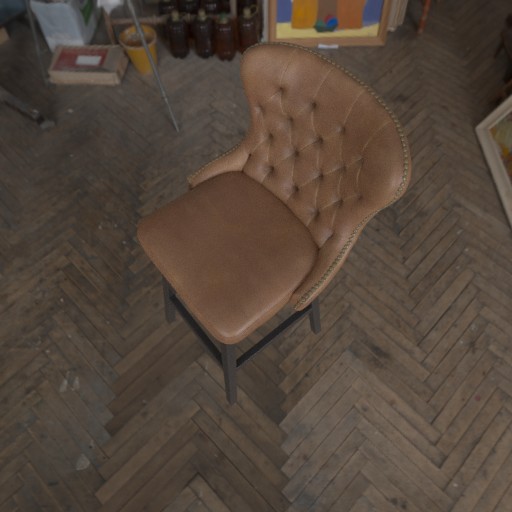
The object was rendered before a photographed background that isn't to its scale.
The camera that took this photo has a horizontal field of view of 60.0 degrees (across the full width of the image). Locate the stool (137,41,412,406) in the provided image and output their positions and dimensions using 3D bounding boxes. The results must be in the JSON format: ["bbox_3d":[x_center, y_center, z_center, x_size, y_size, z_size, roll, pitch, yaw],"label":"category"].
[{"bbox_3d":[0.000,0.000,1.366,0.601,1.050,0.528,-36,68,-17],"label":"stool"}]
